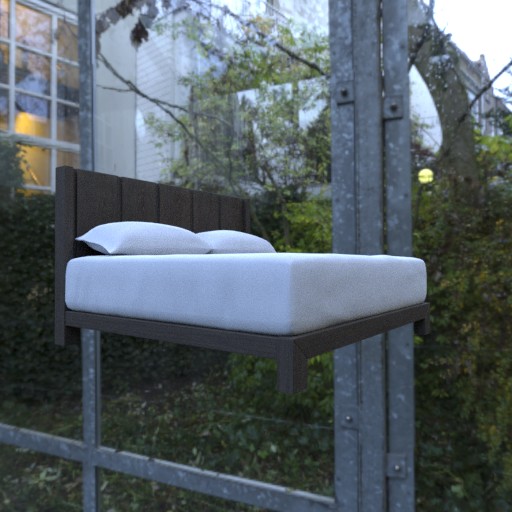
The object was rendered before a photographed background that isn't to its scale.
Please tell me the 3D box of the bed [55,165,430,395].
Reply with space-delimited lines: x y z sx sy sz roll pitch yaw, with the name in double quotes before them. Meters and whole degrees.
"bed" 0.000 0.000 3.435 2.012 1.270 2.134 0 -1 37
